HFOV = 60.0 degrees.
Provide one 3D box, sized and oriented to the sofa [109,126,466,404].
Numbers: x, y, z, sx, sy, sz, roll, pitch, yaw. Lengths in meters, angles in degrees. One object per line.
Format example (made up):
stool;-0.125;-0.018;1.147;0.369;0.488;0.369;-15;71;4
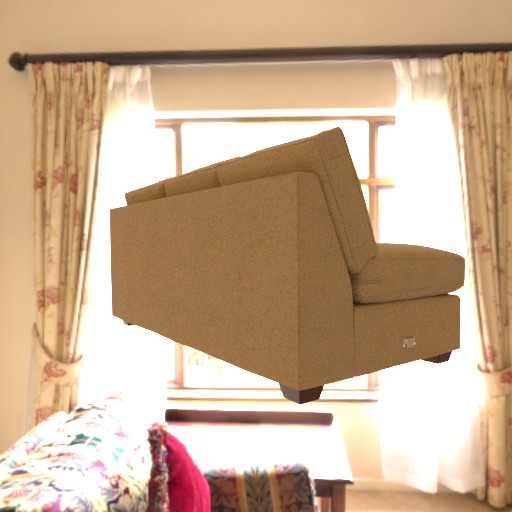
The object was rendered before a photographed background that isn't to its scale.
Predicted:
sofa;0.000;0.000;2.698;1.127;1.036;2.092;-1;2;-36
